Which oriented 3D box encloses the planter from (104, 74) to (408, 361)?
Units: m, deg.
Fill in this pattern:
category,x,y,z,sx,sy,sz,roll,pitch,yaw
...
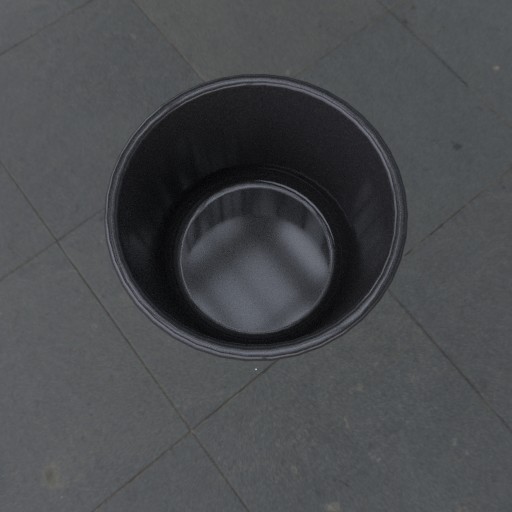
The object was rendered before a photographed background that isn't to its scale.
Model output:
category,x,y,z,sx,sy,sz,roll,pitch,yaw
planter,0.000,0.000,0.273,0.129,0.177,0.129,0,76,0
